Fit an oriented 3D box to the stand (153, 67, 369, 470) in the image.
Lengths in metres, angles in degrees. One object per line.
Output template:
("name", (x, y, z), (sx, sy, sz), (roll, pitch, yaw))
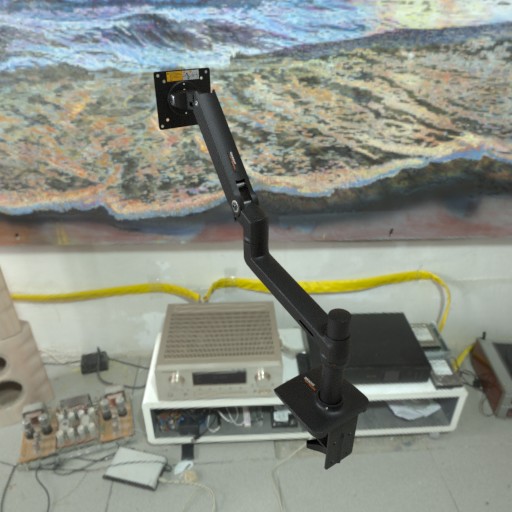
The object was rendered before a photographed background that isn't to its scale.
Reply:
("stand", (0.000, 0.000, 1.002), (0.152, 0.713, 0.650), (-18, 35, -28))
